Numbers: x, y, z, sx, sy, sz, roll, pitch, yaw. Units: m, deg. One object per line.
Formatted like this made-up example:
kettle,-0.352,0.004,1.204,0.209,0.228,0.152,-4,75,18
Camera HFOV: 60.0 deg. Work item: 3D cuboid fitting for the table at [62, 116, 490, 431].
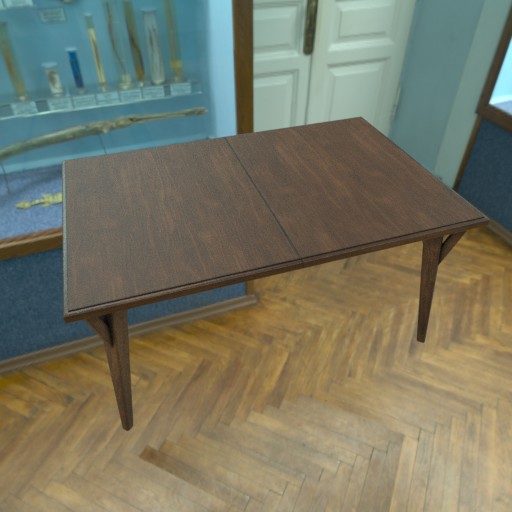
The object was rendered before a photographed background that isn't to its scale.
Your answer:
table,0.000,0.000,2.080,1.524,0.761,0.990,-12,42,-14
